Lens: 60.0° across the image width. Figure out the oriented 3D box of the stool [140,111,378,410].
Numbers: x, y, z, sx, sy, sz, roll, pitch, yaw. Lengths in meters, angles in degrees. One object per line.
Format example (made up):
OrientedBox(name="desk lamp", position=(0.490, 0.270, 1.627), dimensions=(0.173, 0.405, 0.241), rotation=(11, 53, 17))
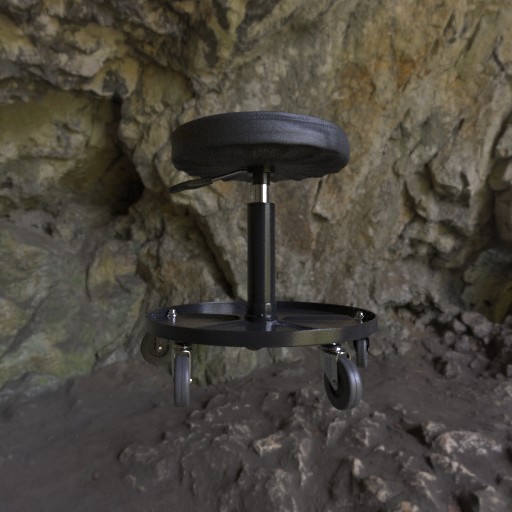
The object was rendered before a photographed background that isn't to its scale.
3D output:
OrientedBox(name="stool", position=(0.000, 0.000, 0.687), dimensions=(0.382, 0.365, 0.381), rotation=(0, 0, -1))
